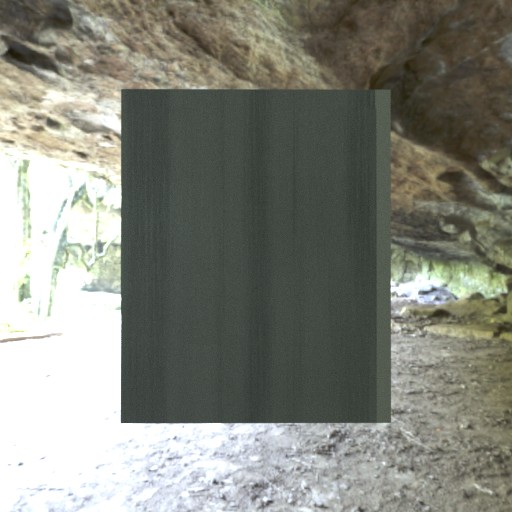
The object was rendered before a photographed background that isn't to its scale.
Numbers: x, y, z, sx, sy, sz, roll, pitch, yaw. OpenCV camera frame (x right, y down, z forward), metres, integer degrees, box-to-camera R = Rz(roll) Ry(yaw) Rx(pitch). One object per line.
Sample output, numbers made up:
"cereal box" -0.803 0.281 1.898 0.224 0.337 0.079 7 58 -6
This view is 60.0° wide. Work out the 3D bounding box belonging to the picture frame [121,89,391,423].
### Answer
"picture frame" 0.000 0.000 0.760 0.449 0.555 0.046 0 0 0
